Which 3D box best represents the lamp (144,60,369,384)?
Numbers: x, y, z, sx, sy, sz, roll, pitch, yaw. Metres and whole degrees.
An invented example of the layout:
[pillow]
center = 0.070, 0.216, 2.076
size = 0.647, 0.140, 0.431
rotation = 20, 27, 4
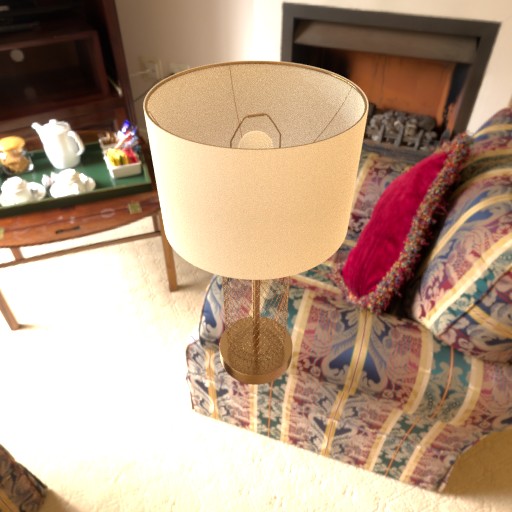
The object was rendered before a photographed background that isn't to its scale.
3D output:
[lamp]
center = 0.000, 0.000, 0.664
size = 0.252, 0.483, 0.252
rotation = -11, 43, -13
